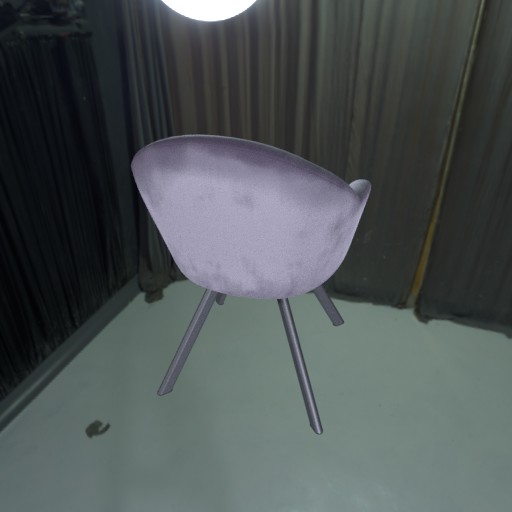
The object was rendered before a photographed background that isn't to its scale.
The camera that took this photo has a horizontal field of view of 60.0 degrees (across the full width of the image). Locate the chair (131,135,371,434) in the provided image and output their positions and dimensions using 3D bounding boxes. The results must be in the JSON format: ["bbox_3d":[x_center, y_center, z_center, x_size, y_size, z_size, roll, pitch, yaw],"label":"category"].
[{"bbox_3d":[0.000,0.000,1.208,0.550,0.795,0.590,9,32,14],"label":"chair"}]
